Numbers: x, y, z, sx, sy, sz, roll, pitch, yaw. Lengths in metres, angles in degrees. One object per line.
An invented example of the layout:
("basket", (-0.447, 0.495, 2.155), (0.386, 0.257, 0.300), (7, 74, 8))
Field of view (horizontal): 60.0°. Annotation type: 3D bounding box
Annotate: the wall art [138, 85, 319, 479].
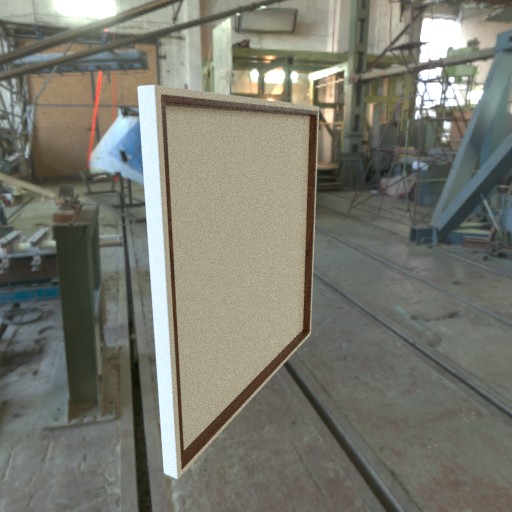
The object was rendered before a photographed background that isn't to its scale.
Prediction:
("wall art", (0.000, 0.000, 1.133), (0.037, 0.757, 0.757), (8, 18, 27))
